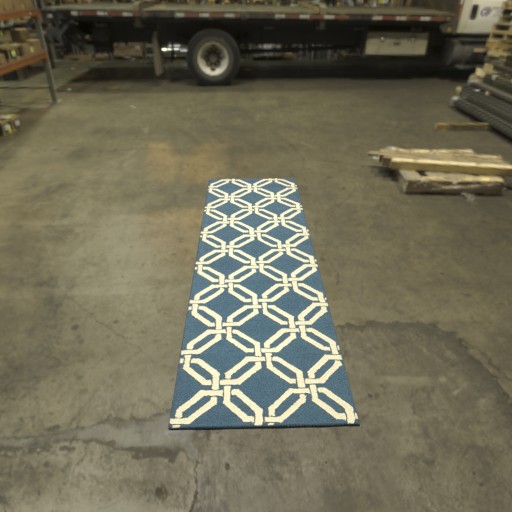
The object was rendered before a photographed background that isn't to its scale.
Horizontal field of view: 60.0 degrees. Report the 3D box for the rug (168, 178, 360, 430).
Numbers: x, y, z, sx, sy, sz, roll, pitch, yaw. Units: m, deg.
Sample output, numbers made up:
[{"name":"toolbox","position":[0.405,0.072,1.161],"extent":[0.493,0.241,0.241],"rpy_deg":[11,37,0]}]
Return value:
[{"name":"rug","position":[0.000,0.000,2.522],"extent":[0.678,0.014,2.276],"rpy_deg":[-1,32,-1]}]
